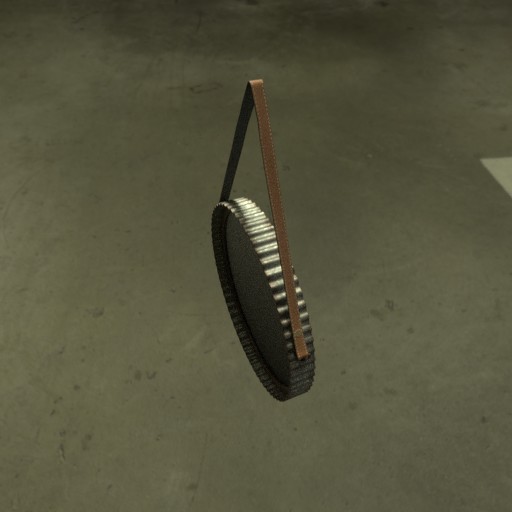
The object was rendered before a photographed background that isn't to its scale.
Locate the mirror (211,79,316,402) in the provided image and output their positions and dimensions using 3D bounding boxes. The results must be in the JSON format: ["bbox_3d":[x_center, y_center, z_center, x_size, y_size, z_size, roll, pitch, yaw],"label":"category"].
[{"bbox_3d":[0.000,0.000,0.705,0.042,0.568,0.355,-17,48,-16],"label":"mirror"}]
